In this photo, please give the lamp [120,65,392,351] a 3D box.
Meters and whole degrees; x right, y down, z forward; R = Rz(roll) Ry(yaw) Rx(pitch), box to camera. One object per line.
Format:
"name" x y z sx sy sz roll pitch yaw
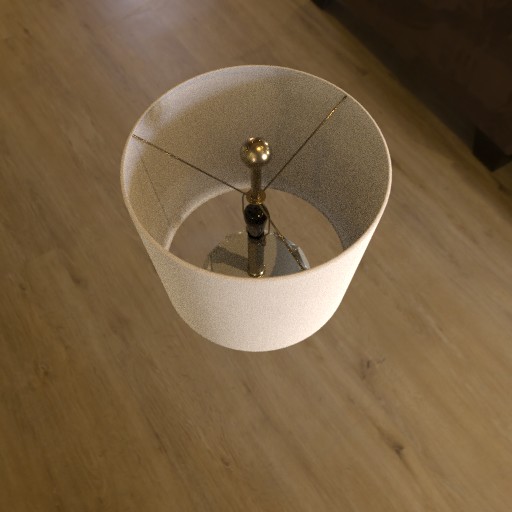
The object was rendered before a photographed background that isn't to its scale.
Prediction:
"lamp" 0.000 0.000 0.599 0.254 0.452 0.254 0 63 0
